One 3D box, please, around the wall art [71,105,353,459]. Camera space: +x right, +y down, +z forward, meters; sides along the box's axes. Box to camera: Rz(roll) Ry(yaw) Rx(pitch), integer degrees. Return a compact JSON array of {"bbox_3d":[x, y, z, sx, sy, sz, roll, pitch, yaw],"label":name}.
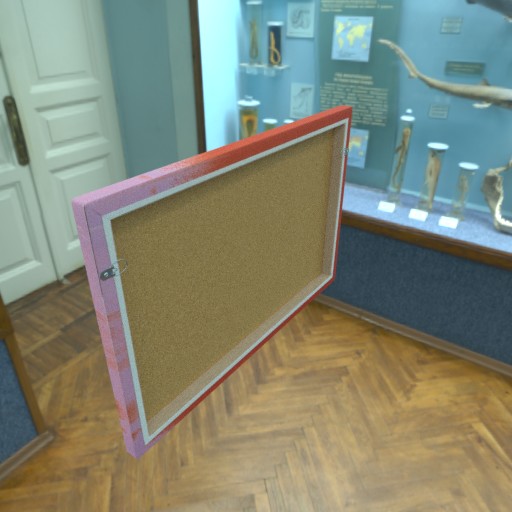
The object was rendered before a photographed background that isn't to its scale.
[{"bbox_3d":[0.000,0.000,1.147,0.040,0.609,0.913,20,36,31],"label":"wall art"}]
